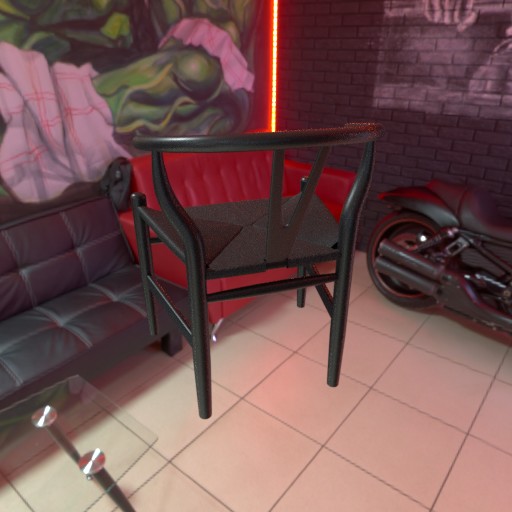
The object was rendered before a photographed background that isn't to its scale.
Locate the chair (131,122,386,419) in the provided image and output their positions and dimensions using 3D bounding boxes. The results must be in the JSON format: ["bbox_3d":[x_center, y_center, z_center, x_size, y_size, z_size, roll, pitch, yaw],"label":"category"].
[{"bbox_3d":[0.000,0.000,1.153,0.569,0.730,0.579,-8,27,-17],"label":"chair"}]
